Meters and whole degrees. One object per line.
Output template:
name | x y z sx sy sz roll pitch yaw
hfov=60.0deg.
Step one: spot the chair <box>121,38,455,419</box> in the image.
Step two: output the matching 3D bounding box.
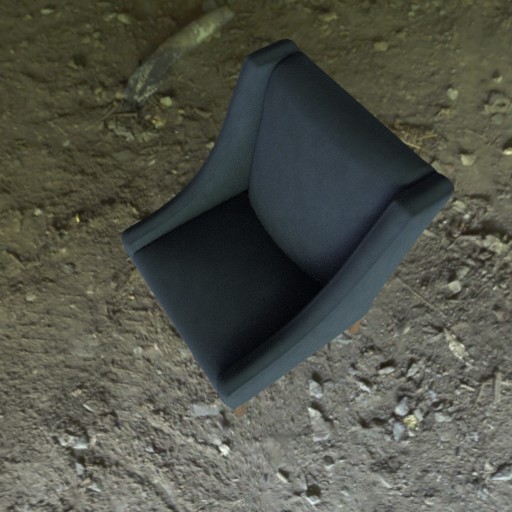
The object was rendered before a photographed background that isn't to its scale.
chair | 0.000 0.000 1.355 0.629 0.895 0.629 -32 67 -16
